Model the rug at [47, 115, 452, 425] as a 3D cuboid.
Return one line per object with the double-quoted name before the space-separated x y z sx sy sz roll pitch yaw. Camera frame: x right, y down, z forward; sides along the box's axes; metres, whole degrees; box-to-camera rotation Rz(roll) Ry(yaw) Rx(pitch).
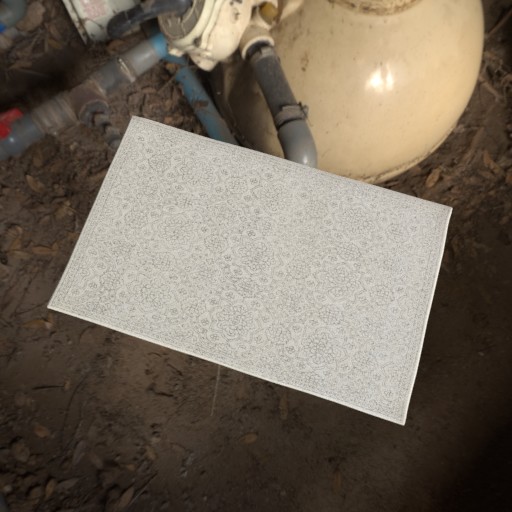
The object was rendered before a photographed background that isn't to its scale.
"rug" 0.000 0.000 2.426 1.947 0.023 1.214 17 76 4
